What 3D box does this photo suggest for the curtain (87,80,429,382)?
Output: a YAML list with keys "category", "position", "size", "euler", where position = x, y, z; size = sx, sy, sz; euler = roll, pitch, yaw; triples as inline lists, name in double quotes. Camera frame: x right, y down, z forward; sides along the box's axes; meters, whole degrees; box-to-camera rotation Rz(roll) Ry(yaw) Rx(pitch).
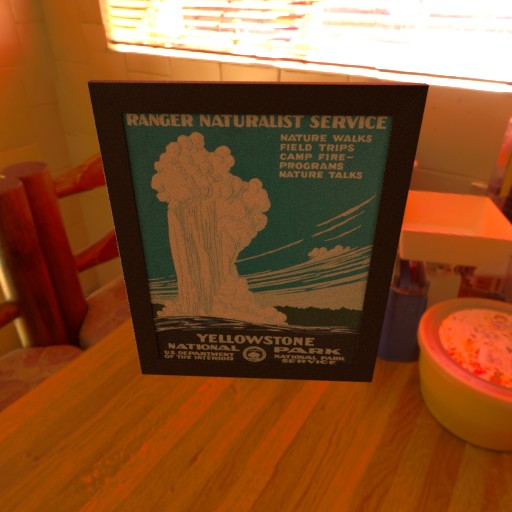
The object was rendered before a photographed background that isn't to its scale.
- category: "curtain"
  position: [0.000, 0.000, 0.789]
  size: [0.483, 0.585, 0.027]
  euler: [1, 31, 2]
